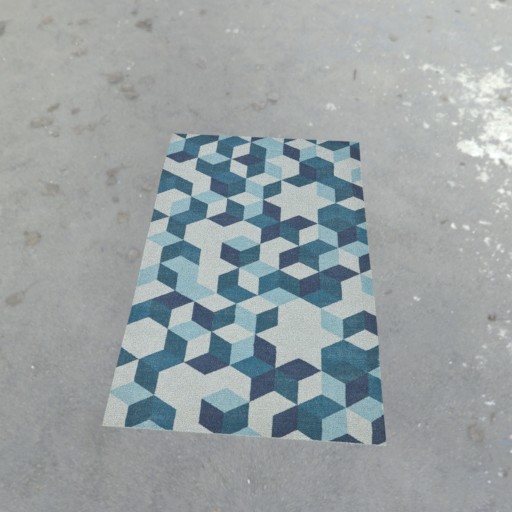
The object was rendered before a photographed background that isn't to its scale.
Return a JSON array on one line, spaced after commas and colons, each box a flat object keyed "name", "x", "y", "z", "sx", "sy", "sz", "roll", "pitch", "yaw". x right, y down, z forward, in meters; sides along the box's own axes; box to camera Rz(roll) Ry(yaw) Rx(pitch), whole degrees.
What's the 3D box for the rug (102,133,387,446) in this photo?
[{"name": "rug", "x": 0.000, "y": 0.000, "z": 2.387, "sx": 1.235, "sy": 0.014, "sz": 1.829, "roll": 3, "pitch": 57, "yaw": 2}]
